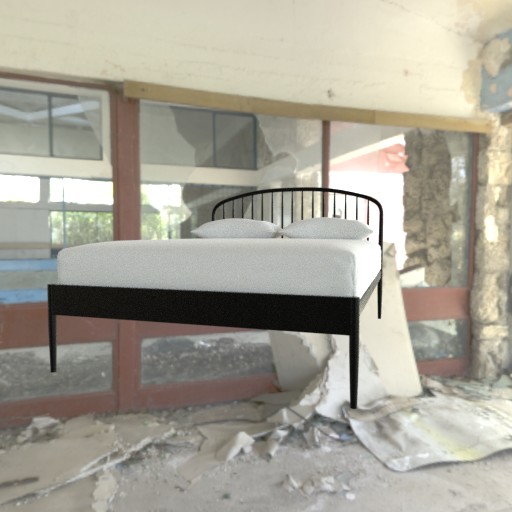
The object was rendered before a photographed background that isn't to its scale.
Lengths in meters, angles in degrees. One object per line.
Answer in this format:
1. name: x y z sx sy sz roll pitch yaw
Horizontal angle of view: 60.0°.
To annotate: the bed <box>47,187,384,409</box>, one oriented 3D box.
1. bed: 0.000 0.000 3.092 1.618 1.166 2.159 1 3 18
